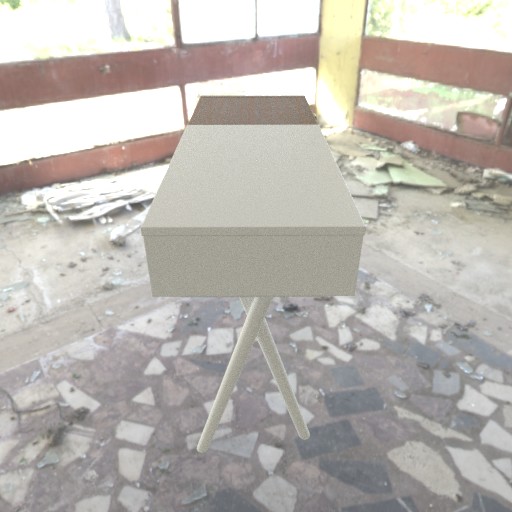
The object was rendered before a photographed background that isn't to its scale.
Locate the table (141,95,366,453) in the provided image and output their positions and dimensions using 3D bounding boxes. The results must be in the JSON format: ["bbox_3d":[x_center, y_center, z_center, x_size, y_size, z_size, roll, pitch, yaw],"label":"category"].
[{"bbox_3d":[0.000,0.000,1.448,0.418,0.785,1.066,0,32,0],"label":"table"}]
